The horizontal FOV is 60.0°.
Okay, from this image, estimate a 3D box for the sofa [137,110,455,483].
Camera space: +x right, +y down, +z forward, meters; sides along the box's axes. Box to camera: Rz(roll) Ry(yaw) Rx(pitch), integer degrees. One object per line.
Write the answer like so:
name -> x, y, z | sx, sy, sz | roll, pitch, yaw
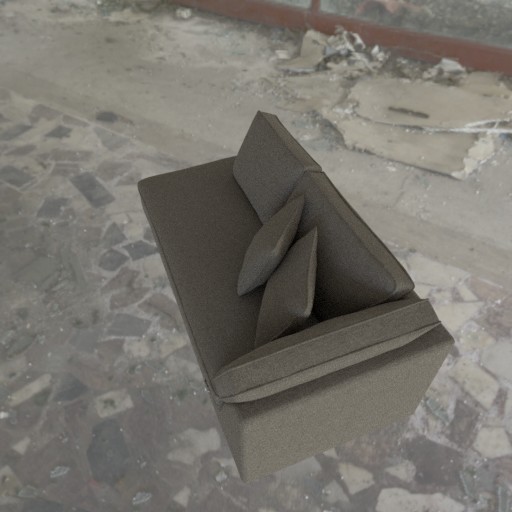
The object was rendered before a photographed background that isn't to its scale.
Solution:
sofa -> 0.000, 0.000, 2.813 | 1.110, 1.033, 2.237 | -16, 48, -15
